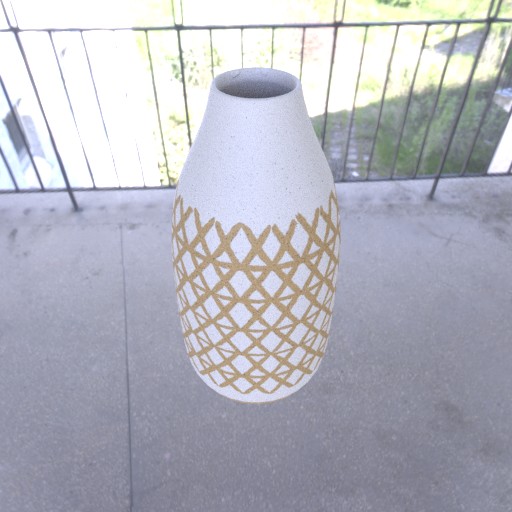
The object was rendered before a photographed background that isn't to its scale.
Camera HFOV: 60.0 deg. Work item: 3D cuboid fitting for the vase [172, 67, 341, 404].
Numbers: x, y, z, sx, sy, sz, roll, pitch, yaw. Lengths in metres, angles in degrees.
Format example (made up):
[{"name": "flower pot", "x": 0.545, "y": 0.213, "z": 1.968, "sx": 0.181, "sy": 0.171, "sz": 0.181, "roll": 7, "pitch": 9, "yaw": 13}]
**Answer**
[{"name": "vase", "x": 0.000, "y": 0.000, "z": 0.490, "sx": 0.186, "sy": 0.380, "sz": 0.186, "roll": 0, "pitch": 41, "yaw": 0}]
